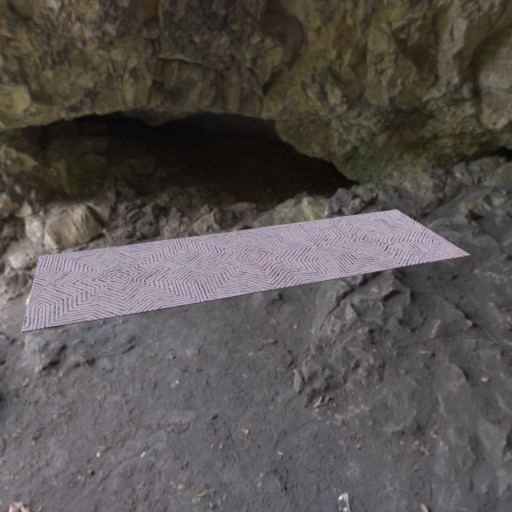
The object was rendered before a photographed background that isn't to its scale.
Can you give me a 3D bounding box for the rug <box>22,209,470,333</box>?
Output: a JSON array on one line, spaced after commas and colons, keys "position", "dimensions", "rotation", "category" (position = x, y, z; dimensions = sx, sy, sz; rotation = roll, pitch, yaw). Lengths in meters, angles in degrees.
[{"position": [0.000, 0.000, 2.625], "dimensions": [2.443, 0.009, 0.771], "rotation": [-9, 29, -16], "category": "rug"}]
